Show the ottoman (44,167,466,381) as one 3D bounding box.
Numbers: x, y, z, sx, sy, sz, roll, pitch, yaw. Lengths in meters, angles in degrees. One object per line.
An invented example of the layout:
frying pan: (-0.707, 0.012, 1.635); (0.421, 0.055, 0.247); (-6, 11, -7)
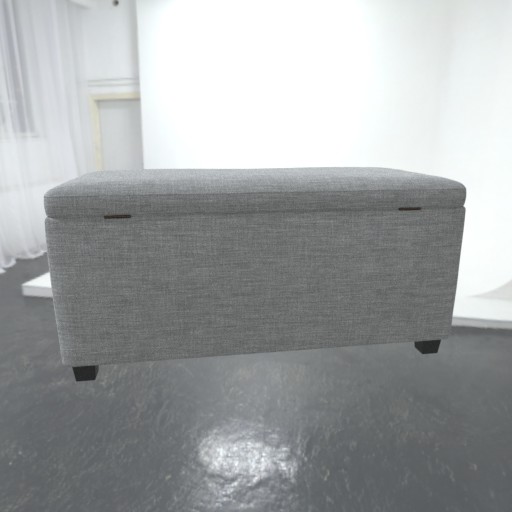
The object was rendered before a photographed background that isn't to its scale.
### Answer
ottoman: (0.000, 0.000, 1.132); (0.902, 0.432, 0.419); (-2, 16, -9)
